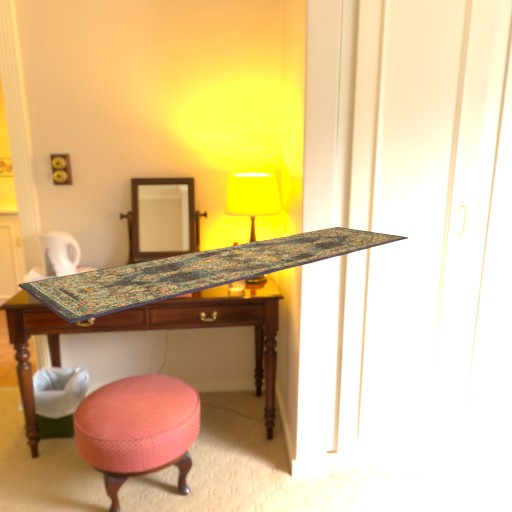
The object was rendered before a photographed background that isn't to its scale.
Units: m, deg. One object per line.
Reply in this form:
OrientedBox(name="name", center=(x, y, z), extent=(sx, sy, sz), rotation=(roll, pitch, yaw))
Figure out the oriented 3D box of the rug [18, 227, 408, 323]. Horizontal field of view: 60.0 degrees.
OrientedBox(name="rug", center=(0.000, 0.000, 2.476), extent=(2.283, 0.016, 0.602), rotation=(-12, 18, -41))
